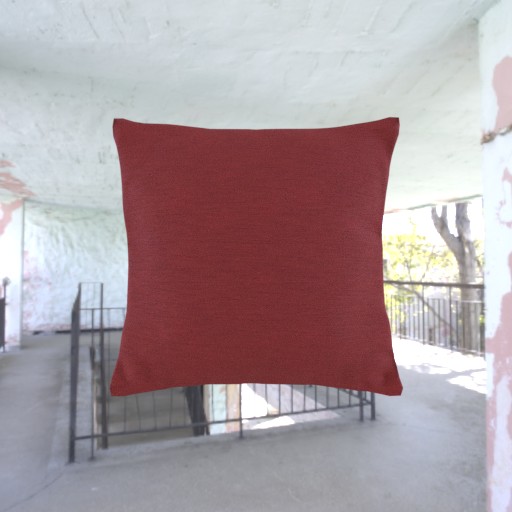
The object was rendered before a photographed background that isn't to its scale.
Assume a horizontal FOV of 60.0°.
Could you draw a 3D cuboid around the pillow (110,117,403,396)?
[{"bbox_3d":[0.000,0.000,0.654,0.435,0.416,0.151,0,-2,0],"label":"pillow"}]
